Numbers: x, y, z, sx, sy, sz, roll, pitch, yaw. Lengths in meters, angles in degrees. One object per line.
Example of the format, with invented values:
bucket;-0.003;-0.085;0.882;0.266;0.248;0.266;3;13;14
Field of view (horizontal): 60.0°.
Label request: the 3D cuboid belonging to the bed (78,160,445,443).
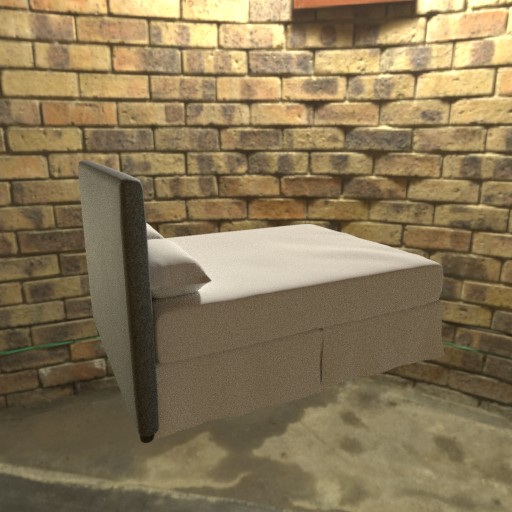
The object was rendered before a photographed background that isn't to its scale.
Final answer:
bed;0.000;0.000;3.172;2.142;1.330;1.723;-8;17;-26
